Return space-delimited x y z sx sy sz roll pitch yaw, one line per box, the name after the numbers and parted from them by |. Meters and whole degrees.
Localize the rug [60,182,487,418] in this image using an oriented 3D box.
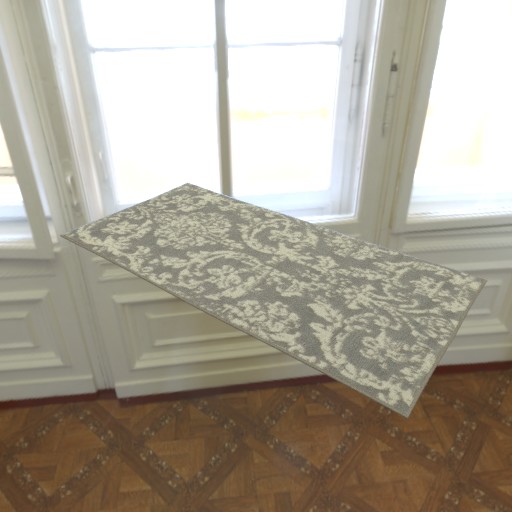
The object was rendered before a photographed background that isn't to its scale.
0.000 0.000 1.391 1.219 0.007 0.604 22 38 31 | rug
